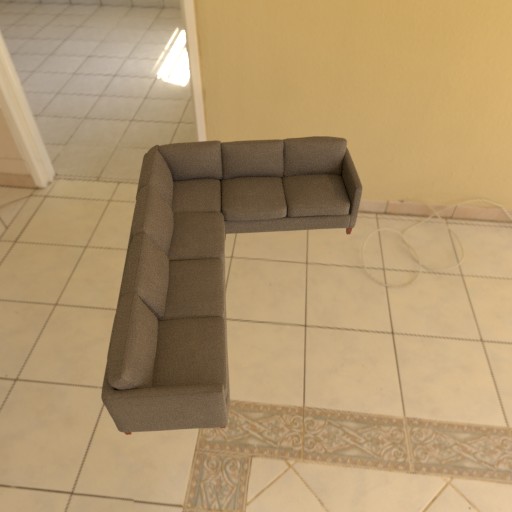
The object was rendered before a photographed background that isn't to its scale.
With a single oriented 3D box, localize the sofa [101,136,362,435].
[{"bbox_3d":[0.000,0.000,4.612,2.593,0.947,3.302,-3,46,-3],"label":"sofa"}]
